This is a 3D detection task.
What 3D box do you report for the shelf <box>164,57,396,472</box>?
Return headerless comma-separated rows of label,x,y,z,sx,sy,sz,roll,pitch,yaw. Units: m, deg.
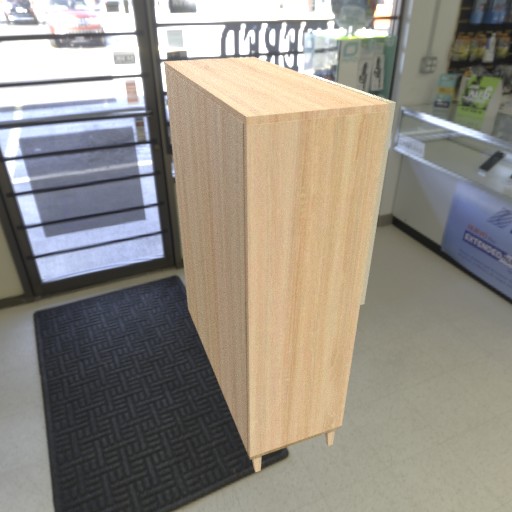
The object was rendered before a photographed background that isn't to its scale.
shelf,0.000,0.000,1.852,0.434,1.405,0.995,-11,33,-18
